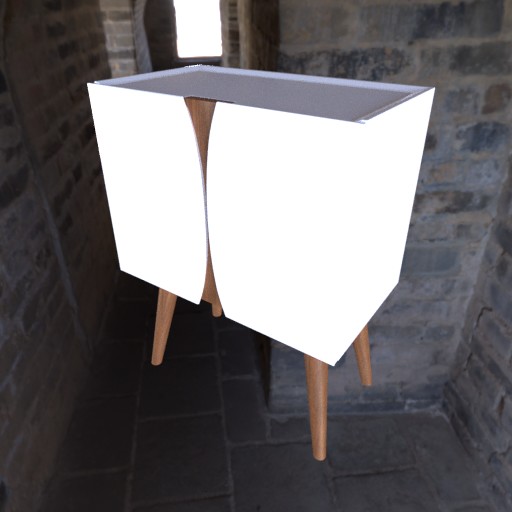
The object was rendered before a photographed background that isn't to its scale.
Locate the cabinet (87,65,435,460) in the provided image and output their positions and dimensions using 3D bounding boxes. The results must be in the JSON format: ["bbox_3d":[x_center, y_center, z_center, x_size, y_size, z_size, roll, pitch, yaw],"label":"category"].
[{"bbox_3d":[0.000,0.000,1.058,0.591,0.772,0.344,19,35,30],"label":"cabinet"}]
